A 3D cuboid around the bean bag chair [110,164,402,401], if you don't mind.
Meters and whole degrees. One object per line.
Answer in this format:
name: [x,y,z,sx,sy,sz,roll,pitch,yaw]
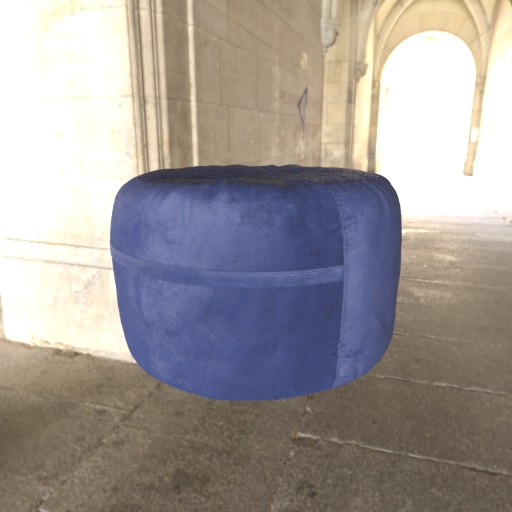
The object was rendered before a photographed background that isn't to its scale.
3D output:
bean bag chair: [0.000,0.000,1.962,1.219,0.762,1.219,0,15,0]
